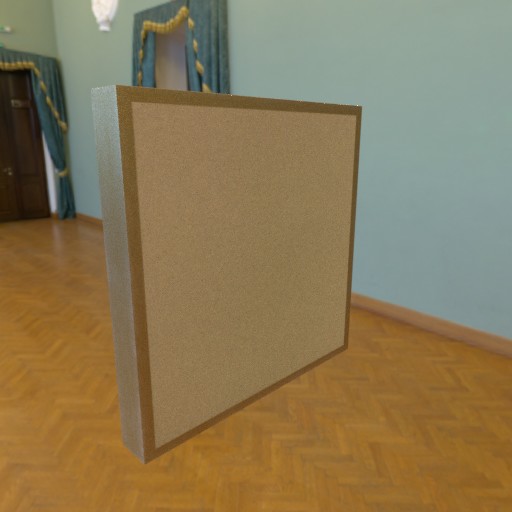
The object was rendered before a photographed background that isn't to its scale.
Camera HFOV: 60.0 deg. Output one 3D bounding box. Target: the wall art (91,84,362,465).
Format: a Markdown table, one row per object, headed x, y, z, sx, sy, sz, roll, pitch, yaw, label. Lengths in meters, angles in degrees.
| x | y | z | sx | sy | sz | roll | pitch | yaw | label |
| --- | --- | --- | --- | --- | --- | --- | --- | --- | --- |
| 0.000 | 0.000 | 0.456 | 0.306 | 0.305 | 0.038 | -14 | 21 | -43 | wall art |
